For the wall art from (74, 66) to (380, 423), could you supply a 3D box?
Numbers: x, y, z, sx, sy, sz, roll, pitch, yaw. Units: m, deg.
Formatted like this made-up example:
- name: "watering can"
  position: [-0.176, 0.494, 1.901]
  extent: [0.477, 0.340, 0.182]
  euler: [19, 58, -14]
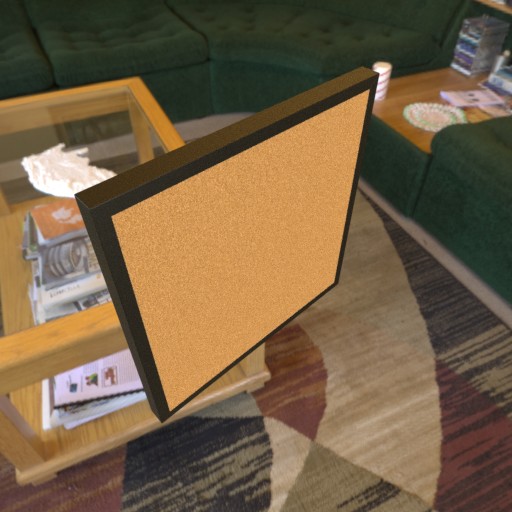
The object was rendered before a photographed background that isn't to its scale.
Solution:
- name: "wall art"
  position: [0.000, 0.000, 0.773]
  extent: [0.508, 0.508, 0.036]
  euler: [-33, 54, -29]
